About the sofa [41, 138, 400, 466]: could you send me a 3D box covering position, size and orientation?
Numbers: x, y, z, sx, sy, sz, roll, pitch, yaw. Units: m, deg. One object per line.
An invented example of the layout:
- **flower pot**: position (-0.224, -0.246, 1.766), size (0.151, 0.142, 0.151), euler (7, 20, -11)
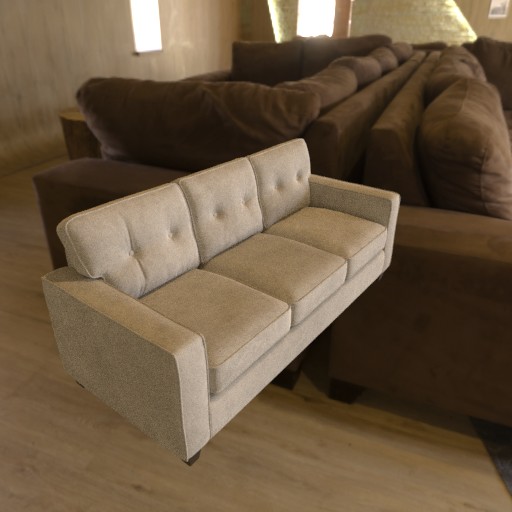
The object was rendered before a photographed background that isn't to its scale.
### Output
- **sofa**: position (0.000, 0.000, 2.624), size (0.939, 0.965, 2.133), euler (20, 34, 33)
